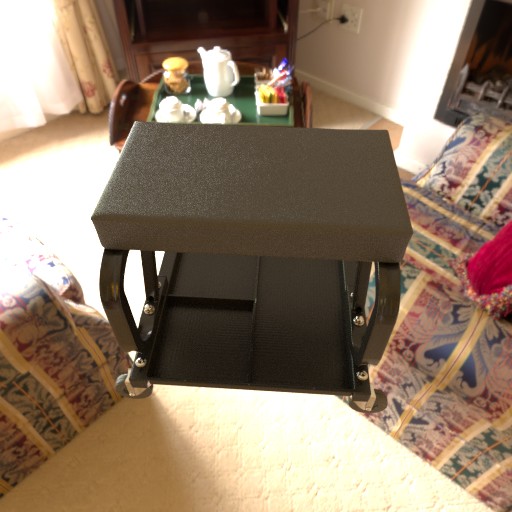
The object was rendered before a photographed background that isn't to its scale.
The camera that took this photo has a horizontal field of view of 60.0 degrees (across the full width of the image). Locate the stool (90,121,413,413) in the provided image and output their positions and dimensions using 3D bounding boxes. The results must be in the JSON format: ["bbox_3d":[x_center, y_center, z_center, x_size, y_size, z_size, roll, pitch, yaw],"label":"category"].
[{"bbox_3d":[0.000,0.000,0.720,0.446,0.380,0.371,3,48,2],"label":"stool"}]
